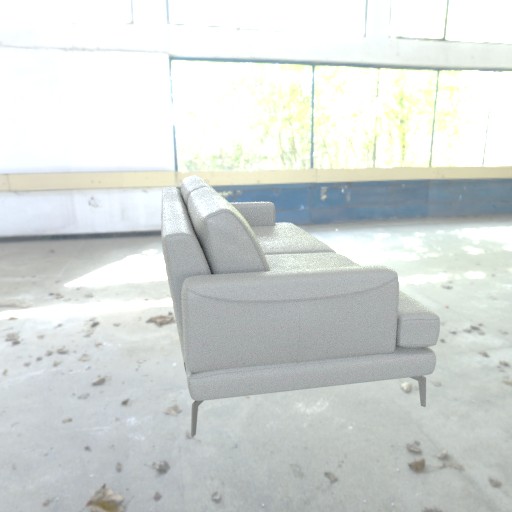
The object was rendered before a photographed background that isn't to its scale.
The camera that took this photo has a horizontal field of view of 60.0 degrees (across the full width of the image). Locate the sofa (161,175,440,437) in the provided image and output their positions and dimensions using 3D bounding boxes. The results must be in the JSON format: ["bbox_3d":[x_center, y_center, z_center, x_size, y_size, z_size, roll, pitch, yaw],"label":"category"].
[{"bbox_3d":[0.000,0.000,2.393,0.974,0.765,1.940,-3,15,-11],"label":"sofa"}]
